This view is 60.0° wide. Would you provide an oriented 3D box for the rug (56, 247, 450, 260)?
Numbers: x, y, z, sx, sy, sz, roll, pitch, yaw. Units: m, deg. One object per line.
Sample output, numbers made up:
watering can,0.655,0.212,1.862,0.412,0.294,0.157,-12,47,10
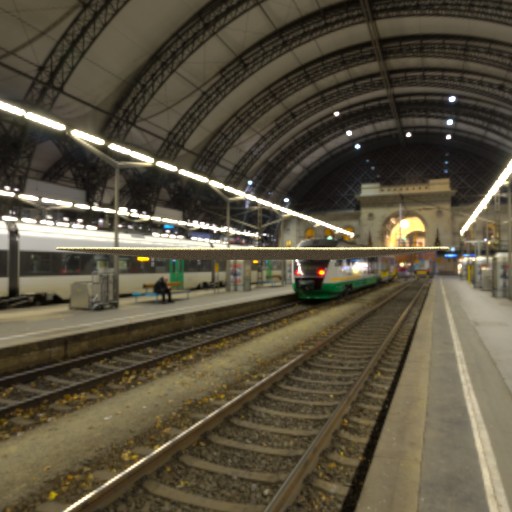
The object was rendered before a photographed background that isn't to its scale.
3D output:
rug,0.000,0.000,2.326,1.250,0.015,1.850,0,-1,1
